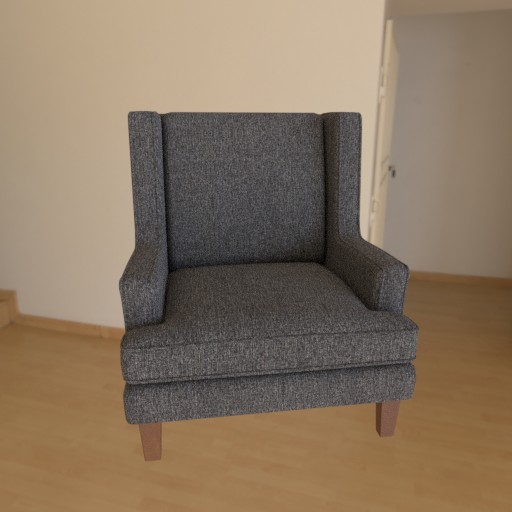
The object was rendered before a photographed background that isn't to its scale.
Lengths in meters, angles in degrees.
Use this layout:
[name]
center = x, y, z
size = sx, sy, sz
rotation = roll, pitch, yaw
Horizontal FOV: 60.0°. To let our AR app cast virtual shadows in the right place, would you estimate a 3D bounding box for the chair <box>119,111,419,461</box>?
[chair]
center = 0.000, 0.000, 1.716
size = 0.942, 1.082, 0.927
rotation = -2, 17, -8
